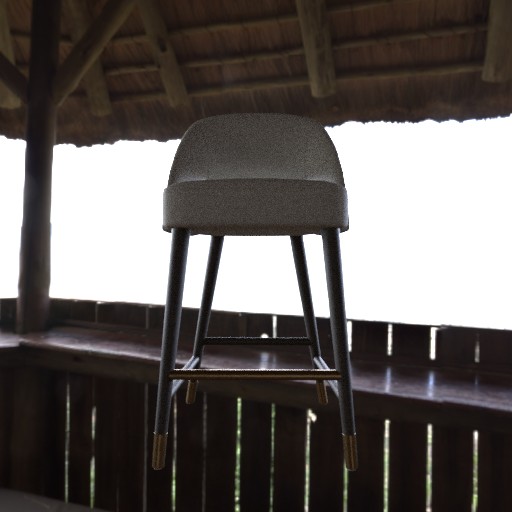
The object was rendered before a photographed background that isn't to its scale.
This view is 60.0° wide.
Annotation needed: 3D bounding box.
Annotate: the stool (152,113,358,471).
[{"bbox_3d":[0.000,0.000,1.222,0.494,0.940,0.509,0,0,1],"label":"stool"}]
